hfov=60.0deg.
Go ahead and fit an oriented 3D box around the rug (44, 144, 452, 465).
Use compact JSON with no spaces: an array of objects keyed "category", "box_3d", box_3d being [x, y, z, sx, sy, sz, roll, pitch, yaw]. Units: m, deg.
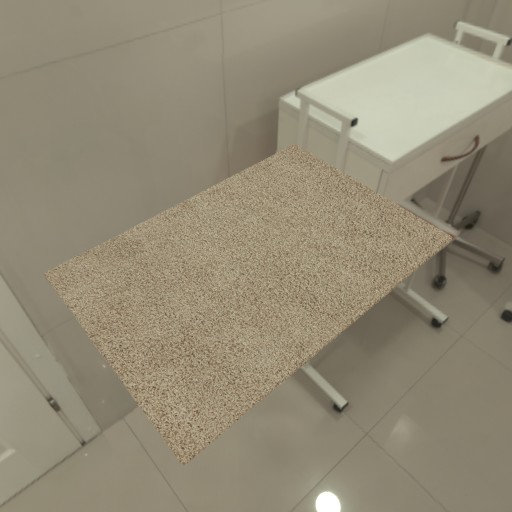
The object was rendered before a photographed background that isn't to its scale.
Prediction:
[{"category":"rug","box_3d":[0.000,0.000,2.318,1.778,0.030,1.219,-33,55,-27]}]
